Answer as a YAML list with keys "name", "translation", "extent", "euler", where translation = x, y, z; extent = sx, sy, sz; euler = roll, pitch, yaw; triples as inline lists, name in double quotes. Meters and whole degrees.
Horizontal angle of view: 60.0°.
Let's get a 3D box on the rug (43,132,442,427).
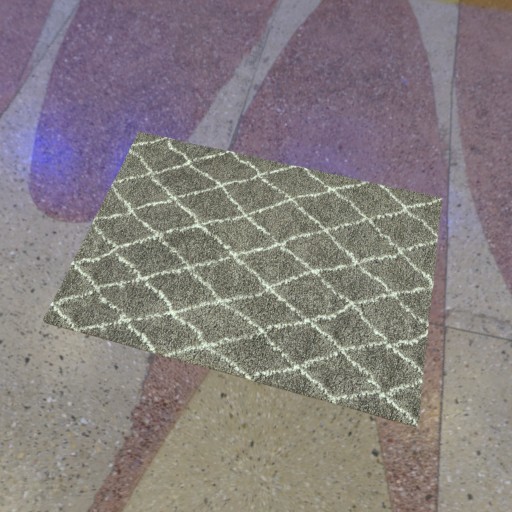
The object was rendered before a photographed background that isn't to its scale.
- name: "rug"
  translation: [0.000, 0.000, 2.269]
  extent: [1.778, 0.030, 1.219]
  euler: [14, 64, 7]
